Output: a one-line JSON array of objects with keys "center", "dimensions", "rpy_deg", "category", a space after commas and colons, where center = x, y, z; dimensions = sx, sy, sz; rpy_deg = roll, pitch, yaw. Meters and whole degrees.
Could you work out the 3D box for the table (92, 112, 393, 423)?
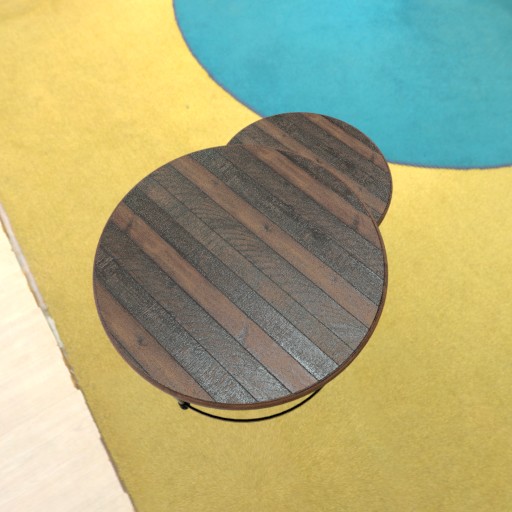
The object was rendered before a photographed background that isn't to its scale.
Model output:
[{"center": [0.000, 0.000, 1.601], "dimensions": [0.870, 0.516, 1.152], "rpy_deg": [17, 63, 9], "category": "table"}]
